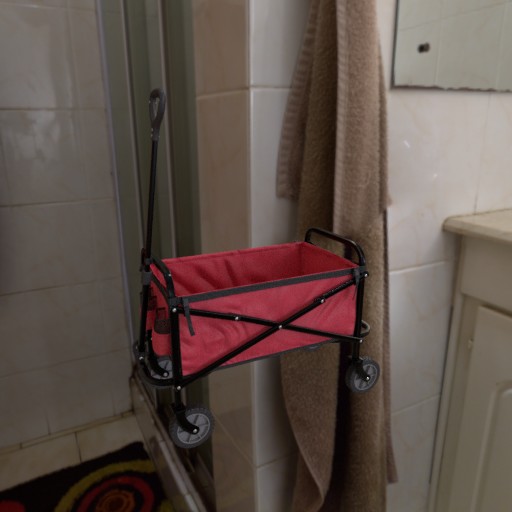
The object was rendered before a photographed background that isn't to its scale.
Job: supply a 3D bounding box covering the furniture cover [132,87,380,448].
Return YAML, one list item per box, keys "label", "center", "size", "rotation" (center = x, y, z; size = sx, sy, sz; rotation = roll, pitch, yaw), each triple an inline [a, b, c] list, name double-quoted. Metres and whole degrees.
- label: "furniture cover"
  center: [0.000, 0.000, 1.851]
  size: [1.038, 1.295, 0.532]
  rotation: [-8, 19, -25]
